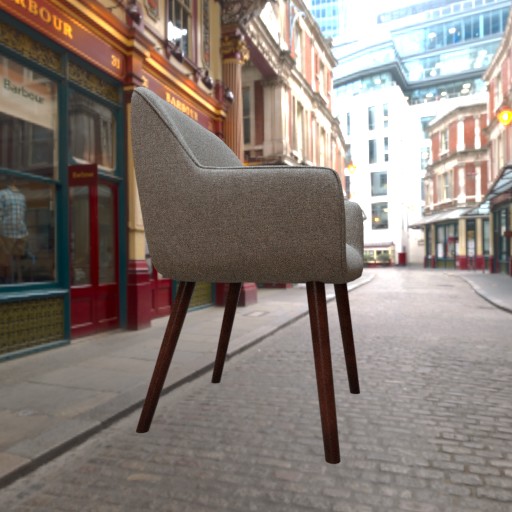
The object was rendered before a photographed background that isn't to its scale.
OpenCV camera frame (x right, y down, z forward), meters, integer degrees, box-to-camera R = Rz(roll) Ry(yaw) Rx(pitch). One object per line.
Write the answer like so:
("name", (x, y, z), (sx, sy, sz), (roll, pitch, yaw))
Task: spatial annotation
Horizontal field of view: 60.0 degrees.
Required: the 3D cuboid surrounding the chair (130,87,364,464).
("chair", (0.000, 0.000, 1.160), (0.519, 0.803, 0.543), (0, -1, 18))
